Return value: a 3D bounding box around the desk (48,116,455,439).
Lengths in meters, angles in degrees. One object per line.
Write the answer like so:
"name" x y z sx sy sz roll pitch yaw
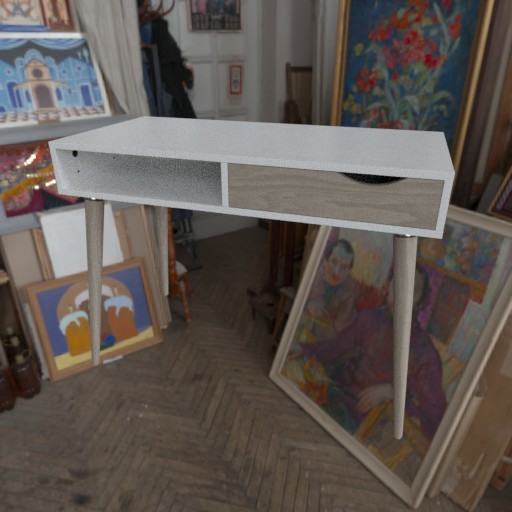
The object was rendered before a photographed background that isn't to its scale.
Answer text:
"desk" 0.000 0.000 1.367 0.979 0.723 0.491 8 27 16
